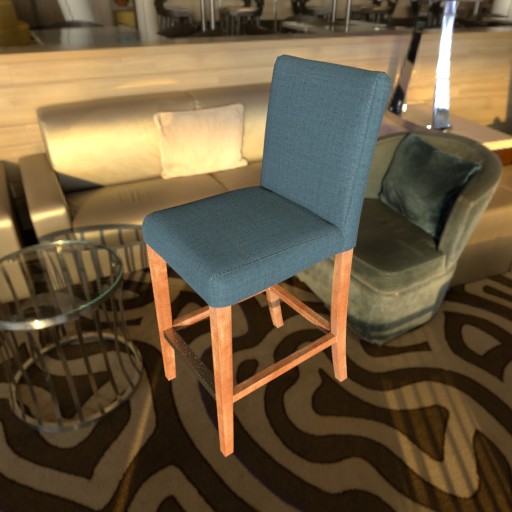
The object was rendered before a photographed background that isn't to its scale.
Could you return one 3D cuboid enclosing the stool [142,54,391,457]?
[{"bbox_3d":[0.000,0.000,1.396,0.574,1.088,0.454,-21,37,-30],"label":"stool"}]
